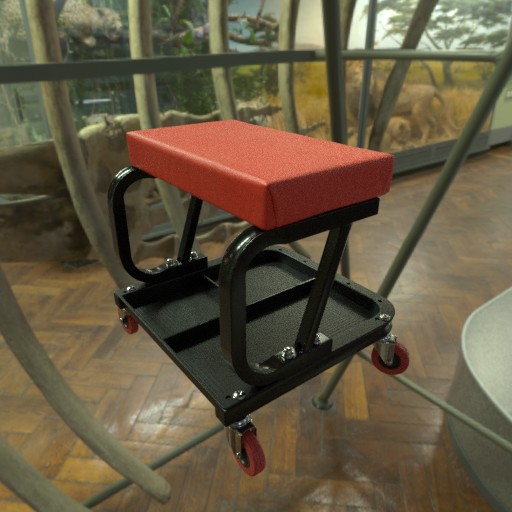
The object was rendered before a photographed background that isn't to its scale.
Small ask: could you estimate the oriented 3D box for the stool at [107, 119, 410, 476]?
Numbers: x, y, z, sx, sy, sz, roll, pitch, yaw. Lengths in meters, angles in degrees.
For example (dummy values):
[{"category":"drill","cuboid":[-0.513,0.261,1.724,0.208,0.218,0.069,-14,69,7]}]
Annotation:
[{"category":"stool","cuboid":[0.000,0.000,0.731,0.371,0.380,0.446,-18,31,-33]}]
